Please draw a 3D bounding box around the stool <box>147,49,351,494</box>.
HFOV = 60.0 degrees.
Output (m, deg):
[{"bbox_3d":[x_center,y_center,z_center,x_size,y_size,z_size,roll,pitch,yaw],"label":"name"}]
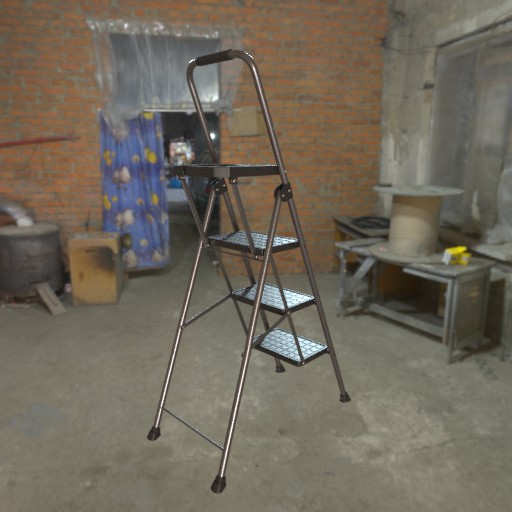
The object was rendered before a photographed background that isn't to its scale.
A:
[{"bbox_3d":[0.000,0.000,1.561,0.396,1.277,0.733,13,18,43],"label":"stool"}]
